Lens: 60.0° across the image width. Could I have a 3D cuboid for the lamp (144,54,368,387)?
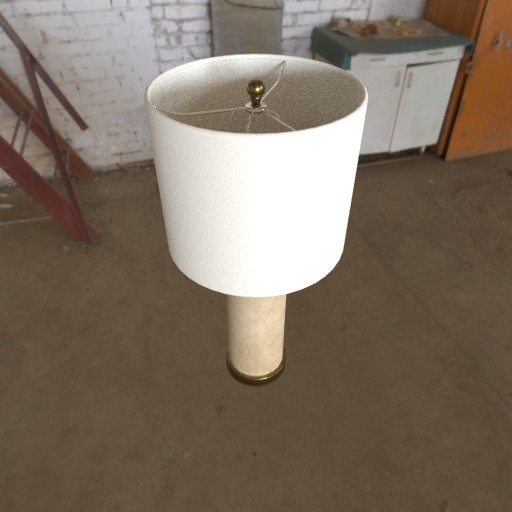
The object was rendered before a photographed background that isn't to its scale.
[{"bbox_3d":[0.000,0.000,0.811,0.305,0.634,0.305,12,42,13],"label":"lamp"}]
